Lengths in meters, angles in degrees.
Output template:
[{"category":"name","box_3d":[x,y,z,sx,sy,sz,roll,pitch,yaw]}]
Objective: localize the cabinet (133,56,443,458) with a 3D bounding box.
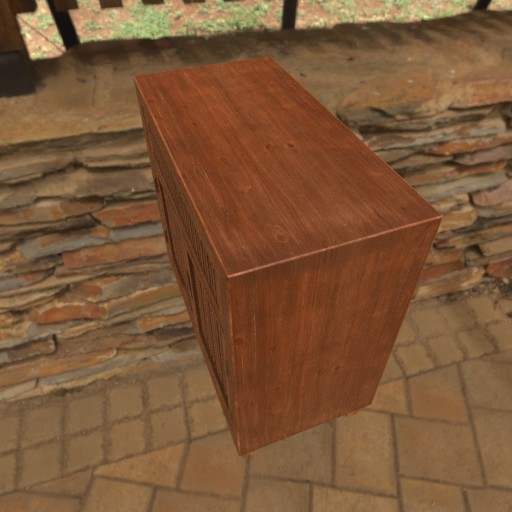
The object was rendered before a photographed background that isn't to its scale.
[{"category":"cabinet","box_3d":[0.000,0.000,1.267,0.412,0.785,0.796,-15,47,-15]}]
